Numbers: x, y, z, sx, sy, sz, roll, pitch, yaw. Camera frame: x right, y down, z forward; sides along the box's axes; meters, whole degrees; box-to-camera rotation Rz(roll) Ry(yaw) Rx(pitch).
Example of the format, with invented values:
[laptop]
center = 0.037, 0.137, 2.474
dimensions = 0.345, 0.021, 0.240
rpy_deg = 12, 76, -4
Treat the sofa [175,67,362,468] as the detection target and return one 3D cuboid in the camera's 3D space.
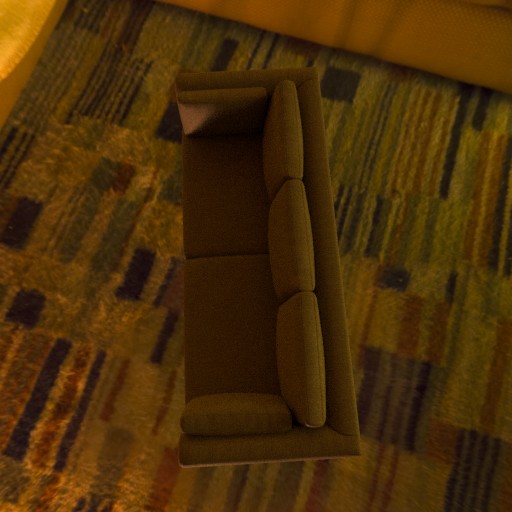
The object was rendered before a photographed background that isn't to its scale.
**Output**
[sofa]
center = 0.000, 0.000, 2.925
dimensions = 0.969, 0.867, 2.415
rpy_deg = -3, 74, -1
